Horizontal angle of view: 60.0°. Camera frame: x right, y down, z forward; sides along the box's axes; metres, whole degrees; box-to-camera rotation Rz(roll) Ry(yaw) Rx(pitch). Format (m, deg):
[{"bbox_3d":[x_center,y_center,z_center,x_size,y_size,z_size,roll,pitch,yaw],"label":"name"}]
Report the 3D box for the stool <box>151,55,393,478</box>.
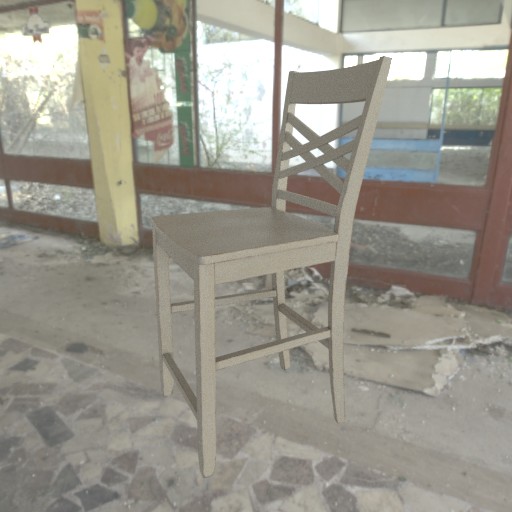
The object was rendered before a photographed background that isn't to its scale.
[{"bbox_3d":[0.000,0.000,1.325,0.539,1.079,0.462,-9,20,-25],"label":"stool"}]
